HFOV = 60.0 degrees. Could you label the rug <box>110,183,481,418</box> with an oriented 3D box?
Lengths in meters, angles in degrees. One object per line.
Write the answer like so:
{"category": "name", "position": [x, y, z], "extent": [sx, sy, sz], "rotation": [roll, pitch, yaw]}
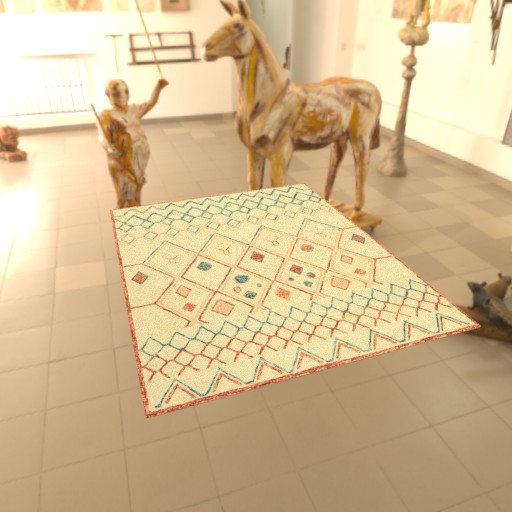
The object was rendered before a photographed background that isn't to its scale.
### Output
{"category": "rug", "position": [0.000, 0.000, 4.150], "extent": [2.441, 0.016, 3.050], "rotation": [-10, 32, -17]}
